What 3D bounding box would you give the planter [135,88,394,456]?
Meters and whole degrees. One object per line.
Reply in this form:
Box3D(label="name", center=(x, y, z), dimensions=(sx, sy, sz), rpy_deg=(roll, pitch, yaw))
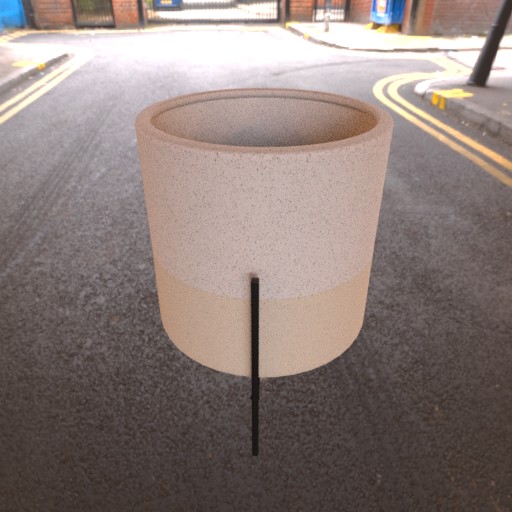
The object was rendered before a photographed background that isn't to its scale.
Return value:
Box3D(label="planter", center=(0.000, 0.000, 0.658), dimensions=(0.335, 0.423, 0.313), rpy_deg=(19, 36, 28))
